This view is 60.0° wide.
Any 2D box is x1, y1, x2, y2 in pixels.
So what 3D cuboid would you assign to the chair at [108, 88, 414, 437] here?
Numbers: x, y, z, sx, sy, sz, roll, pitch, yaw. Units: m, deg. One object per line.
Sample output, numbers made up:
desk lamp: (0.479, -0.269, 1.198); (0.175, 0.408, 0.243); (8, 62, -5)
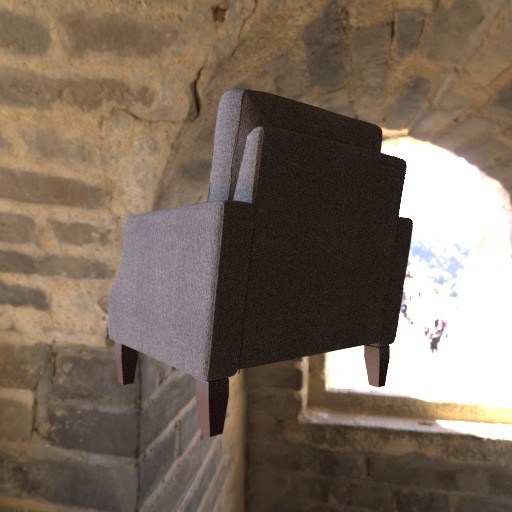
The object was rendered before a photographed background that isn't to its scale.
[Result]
chair: (0.000, 0.000, 1.688); (0.855, 0.993, 0.897); (0, 0, -38)
